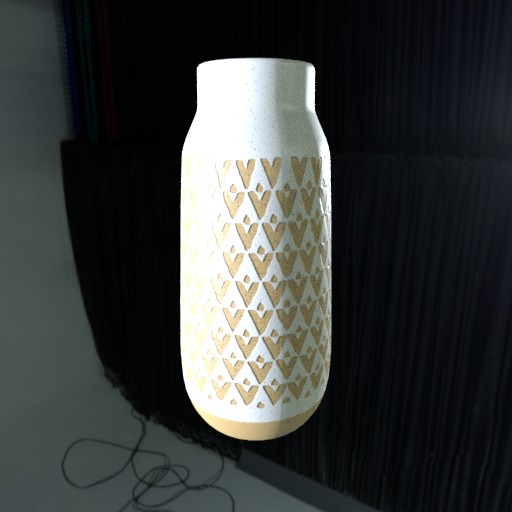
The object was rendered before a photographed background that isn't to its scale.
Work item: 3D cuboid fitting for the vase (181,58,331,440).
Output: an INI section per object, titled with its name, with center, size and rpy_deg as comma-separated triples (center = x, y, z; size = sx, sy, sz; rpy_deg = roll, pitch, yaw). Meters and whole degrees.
[vase]
center = 0.000, 0.000, 0.387
size = 0.137, 0.307, 0.137
rpy_deg = 0, 17, 0
